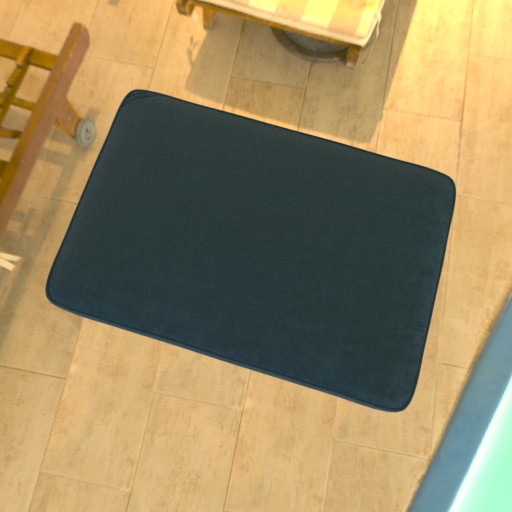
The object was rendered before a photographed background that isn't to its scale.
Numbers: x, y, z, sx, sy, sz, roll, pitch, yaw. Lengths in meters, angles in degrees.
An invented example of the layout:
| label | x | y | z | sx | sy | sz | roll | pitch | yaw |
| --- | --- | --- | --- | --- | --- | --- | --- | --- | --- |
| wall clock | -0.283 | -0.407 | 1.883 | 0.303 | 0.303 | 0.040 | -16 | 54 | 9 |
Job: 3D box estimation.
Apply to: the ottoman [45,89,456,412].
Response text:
| label | x | y | z | sx | sy | sz | roll | pitch | yaw |
| --- | --- | --- | --- | --- | --- | --- | --- | --- | --- |
| ottoman | 0.000 | 0.000 | 1.221 | 0.862 | 0.484 | 0.583 | 17 | 78 | 4 |
